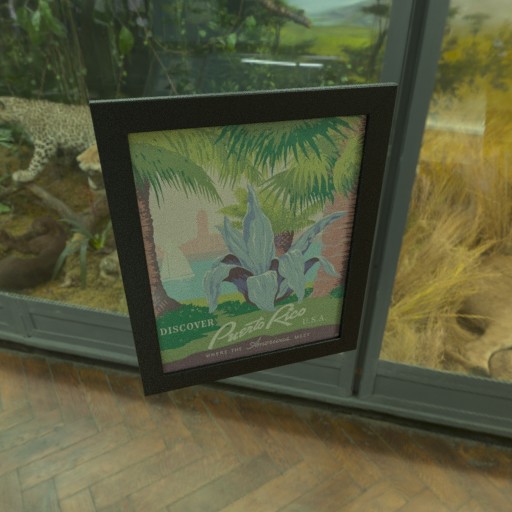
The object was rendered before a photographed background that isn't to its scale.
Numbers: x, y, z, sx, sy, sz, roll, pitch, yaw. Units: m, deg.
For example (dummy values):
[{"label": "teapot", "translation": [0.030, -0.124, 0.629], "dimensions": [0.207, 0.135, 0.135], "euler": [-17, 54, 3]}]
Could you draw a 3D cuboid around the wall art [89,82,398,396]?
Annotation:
[{"label": "wall art", "translation": [0.000, 0.000, 0.821], "dimensions": [0.481, 0.582, 0.018], "euler": [-9, 32, -14]}]
